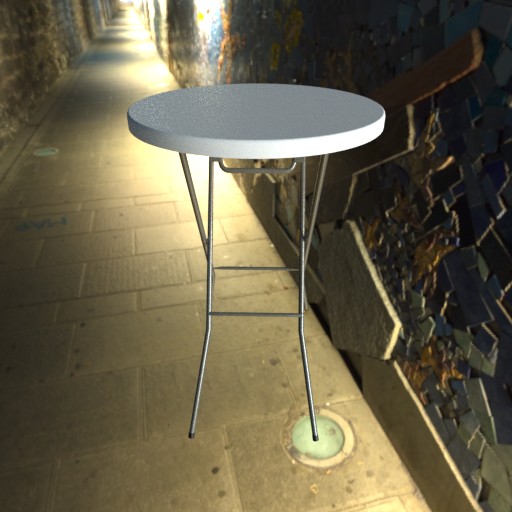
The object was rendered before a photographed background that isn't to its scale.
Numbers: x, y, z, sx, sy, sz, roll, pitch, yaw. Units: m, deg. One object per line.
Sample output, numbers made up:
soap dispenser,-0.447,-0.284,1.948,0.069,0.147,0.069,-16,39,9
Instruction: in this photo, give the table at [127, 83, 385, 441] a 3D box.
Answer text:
table,0.000,0.000,1.677,0.792,1.105,0.795,1,31,1
